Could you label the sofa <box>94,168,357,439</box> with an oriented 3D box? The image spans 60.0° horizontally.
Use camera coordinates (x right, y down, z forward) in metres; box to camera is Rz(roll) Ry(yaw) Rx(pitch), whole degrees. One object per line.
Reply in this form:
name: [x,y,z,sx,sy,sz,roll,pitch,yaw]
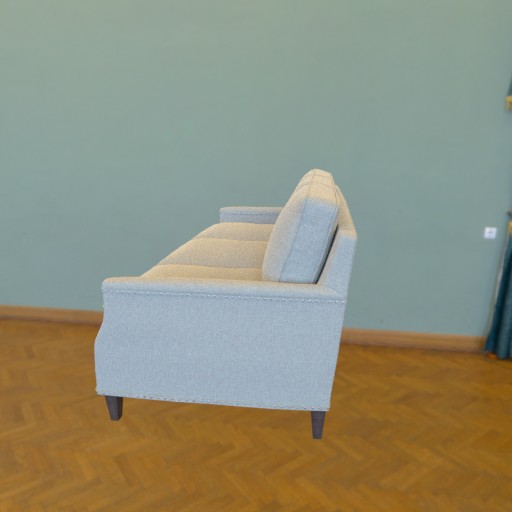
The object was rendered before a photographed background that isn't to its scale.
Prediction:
sofa: [0.000,0.000,2.799,1.084,1.003,2.246,2,14,8]
